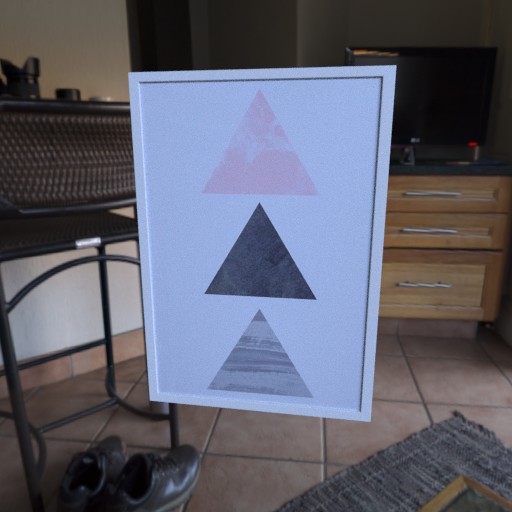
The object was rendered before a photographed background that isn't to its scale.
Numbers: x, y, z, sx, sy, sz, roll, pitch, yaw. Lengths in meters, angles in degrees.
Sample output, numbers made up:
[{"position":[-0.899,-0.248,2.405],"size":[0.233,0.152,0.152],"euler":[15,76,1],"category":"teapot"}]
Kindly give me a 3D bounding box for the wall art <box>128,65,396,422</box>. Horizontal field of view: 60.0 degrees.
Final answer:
[{"position":[0.000,0.000,1.198],"size":[0.659,0.940,0.013],"euler":[2,14,9],"category":"wall art"}]
